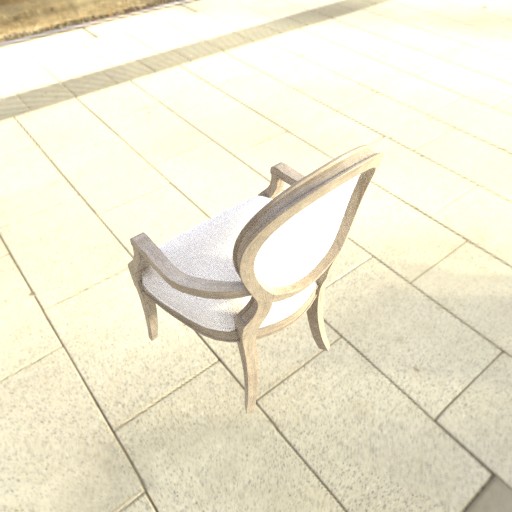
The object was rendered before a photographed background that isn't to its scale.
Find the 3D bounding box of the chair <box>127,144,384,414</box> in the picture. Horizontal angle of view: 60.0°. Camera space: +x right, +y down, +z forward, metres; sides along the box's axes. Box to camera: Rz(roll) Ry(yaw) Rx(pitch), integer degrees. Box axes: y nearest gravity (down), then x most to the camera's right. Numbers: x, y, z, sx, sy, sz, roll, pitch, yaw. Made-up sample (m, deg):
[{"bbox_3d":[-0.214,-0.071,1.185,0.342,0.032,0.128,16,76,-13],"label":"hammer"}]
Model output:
[{"bbox_3d":[0.000,0.000,1.386,0.611,0.991,0.602,-32,54,-27],"label":"chair"}]
